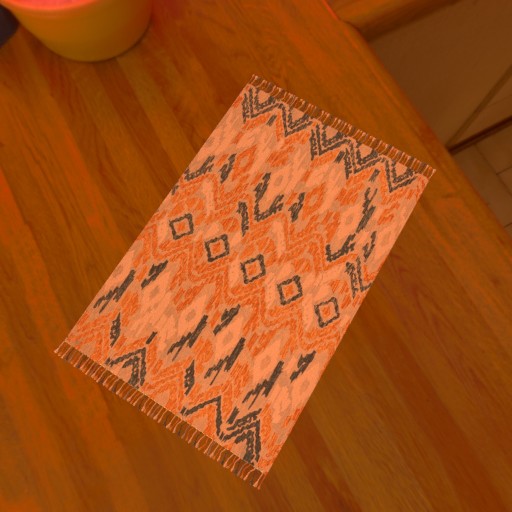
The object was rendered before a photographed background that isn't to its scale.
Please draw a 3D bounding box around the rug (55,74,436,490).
[{"bbox_3d":[0.000,0.000,2.984,1.533,0.010,2.428,30,77,8],"label":"rug"}]
